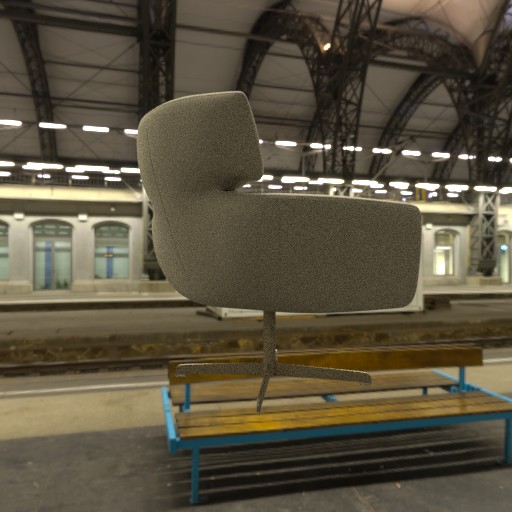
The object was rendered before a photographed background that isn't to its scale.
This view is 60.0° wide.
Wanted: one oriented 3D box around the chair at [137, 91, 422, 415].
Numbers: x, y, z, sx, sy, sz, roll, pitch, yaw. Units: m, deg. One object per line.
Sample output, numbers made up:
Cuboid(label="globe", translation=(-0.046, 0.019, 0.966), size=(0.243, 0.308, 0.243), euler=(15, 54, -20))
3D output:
Cuboid(label="chair", translation=(0.000, 0.000, 1.408), size=(0.730, 0.810, 0.760), euler=(0, -1, -37))
